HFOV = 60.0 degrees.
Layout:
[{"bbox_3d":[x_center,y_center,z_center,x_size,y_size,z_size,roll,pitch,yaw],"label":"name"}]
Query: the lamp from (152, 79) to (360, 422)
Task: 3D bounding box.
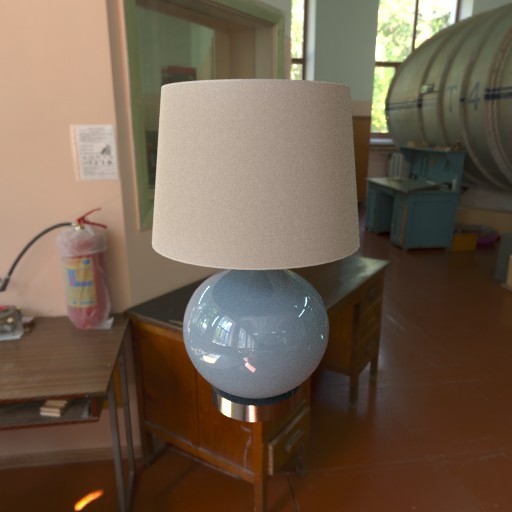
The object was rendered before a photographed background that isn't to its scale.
[{"bbox_3d":[0.000,0.000,0.544,0.247,0.387,0.247,0,16,0],"label":"lamp"}]
